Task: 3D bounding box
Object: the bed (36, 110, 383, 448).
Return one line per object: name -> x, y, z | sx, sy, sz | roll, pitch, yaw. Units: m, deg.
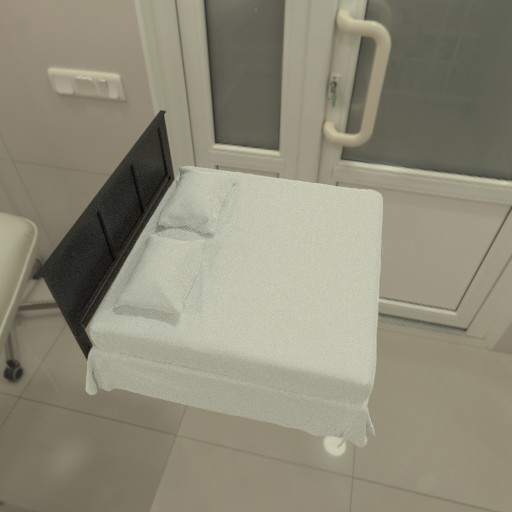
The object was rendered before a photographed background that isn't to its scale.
bed -> 0.000, 0.000, 3.595 | 2.219, 1.271, 2.315 | 9, 47, 9
